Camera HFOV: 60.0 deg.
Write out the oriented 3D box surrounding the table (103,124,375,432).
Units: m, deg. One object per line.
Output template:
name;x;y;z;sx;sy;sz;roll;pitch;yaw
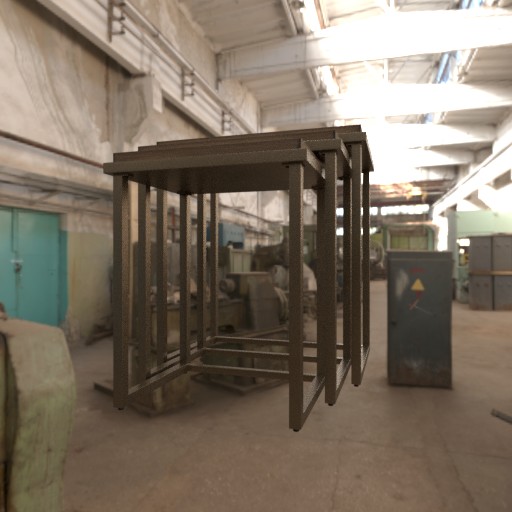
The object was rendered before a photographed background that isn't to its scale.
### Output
table;0.000;0.000;1.142;0.559;0.610;0.706;0;0;18
